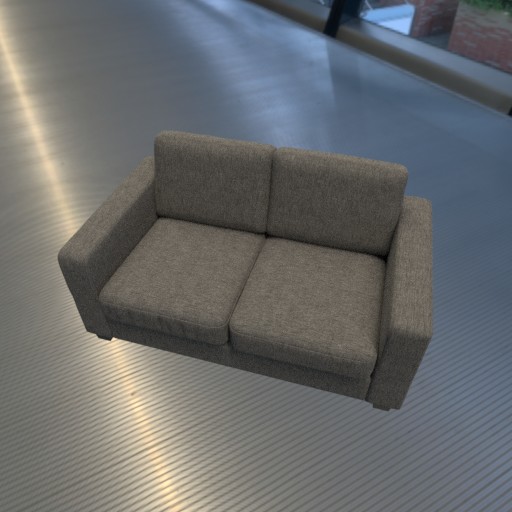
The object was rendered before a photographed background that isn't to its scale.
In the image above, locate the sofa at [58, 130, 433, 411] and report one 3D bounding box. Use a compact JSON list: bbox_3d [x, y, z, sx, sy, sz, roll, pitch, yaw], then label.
[{"bbox_3d":[0.000,0.000,2.069,1.520,0.800,0.900,11,44,12],"label":"sofa"}]
